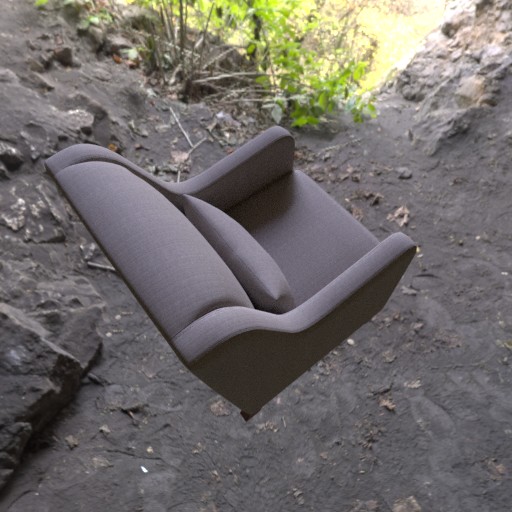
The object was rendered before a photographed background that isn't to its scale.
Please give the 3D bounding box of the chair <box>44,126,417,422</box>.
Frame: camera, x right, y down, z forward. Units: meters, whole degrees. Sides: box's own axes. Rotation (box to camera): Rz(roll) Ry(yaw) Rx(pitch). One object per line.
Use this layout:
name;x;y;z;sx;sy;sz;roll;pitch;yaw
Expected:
chair;0.000;0.000;1.561;0.890;1.017;0.715;-34;65;-18
